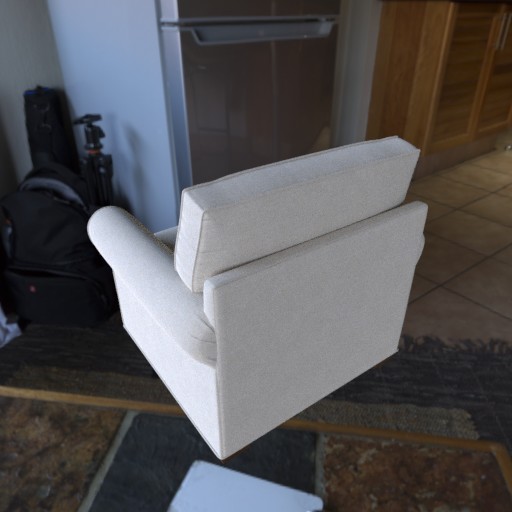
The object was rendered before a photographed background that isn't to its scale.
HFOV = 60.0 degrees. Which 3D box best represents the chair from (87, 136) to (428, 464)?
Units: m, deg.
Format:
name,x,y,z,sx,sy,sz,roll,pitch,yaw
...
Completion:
name,x,y,z,sx,sy,sz,roll,pitch,yaw
chair,0.000,0.000,1.751,1.040,0.955,0.863,-20,36,-30
